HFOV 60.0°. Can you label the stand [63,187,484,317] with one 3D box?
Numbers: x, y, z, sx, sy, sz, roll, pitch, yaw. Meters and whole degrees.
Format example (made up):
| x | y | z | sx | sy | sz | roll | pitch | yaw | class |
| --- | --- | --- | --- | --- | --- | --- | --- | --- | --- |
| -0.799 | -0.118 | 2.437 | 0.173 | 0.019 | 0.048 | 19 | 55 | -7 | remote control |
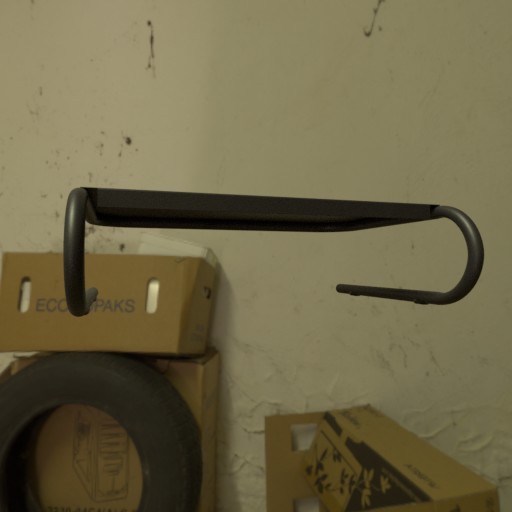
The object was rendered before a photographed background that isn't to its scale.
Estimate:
| x | y | z | sx | sy | sz | roll | pitch | yaw | class |
| --- | --- | --- | --- | --- | --- | --- | --- | --- | --- |
| 0.000 | 0.000 | 0.495 | 0.370 | 0.108 | 0.280 | 0 | -1 | -18 | stand |
